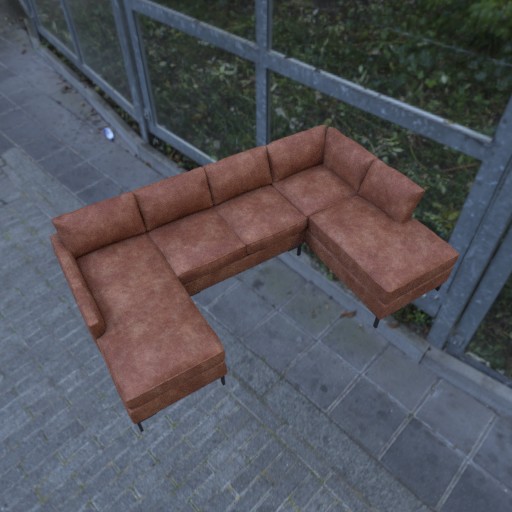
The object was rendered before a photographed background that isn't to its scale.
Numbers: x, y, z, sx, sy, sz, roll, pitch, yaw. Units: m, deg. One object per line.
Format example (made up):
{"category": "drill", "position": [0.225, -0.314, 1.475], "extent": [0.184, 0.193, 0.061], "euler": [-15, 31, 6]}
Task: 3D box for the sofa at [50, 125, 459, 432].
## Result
{"category": "sofa", "position": [0.000, 0.000, 3.863], "extent": [2.956, 0.900, 1.939], "euler": [-24, 51, -21]}
